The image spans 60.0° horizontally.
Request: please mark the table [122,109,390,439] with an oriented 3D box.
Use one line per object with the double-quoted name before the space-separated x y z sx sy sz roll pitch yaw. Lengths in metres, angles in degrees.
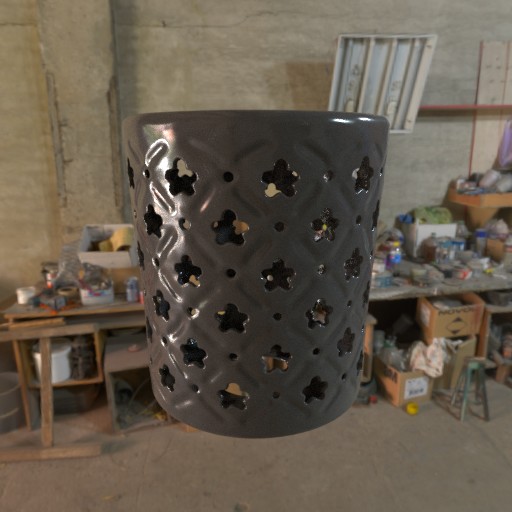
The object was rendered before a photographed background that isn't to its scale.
"table" 0.000 0.000 0.645 0.352 0.387 0.352 0 14 0
